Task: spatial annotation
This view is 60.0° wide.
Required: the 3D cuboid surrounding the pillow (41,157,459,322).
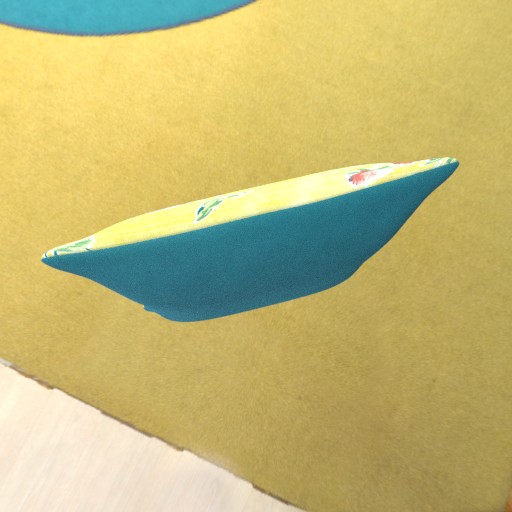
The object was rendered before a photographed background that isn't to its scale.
[{"bbox_3d":[0.000,0.000,0.781,0.525,0.508,0.166,-14,76,-3],"label":"pillow"}]
